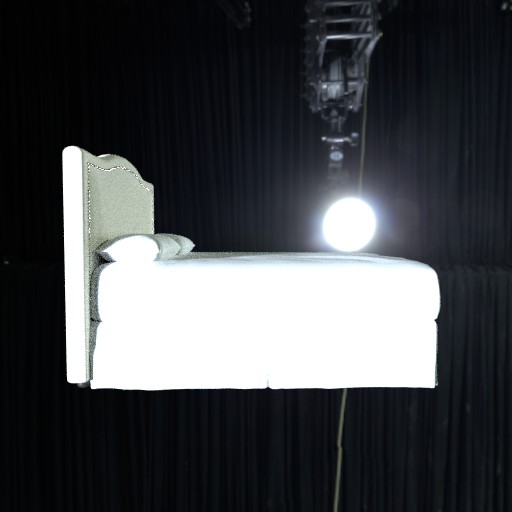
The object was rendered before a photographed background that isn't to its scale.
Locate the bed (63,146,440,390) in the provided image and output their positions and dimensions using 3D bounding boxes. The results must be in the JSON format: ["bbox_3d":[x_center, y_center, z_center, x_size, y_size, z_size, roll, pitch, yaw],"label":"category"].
[{"bbox_3d":[0.000,0.000,3.316,2.143,1.460,1.753,0,3,0],"label":"bed"}]
